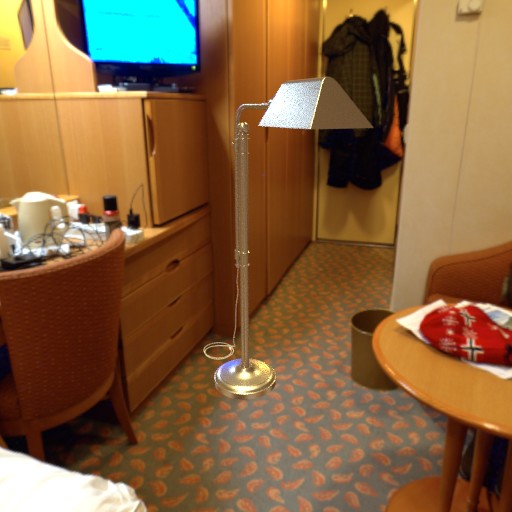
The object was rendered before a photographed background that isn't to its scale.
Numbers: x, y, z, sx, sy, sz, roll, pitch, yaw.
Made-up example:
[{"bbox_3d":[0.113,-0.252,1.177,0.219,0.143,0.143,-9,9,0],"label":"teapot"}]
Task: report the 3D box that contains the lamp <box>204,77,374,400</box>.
[{"bbox_3d":[0.000,0.000,0.978,0.159,0.708,0.546,-9,20,-26],"label":"lamp"}]
